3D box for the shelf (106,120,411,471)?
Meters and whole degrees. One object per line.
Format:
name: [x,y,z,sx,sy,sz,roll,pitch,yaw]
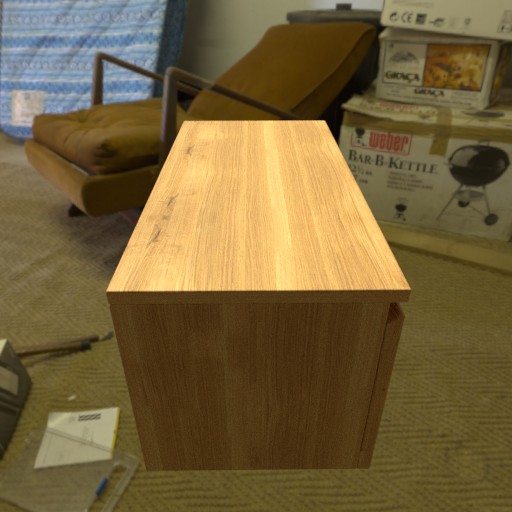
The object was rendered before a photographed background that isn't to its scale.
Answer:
shelf: [0.000,0.000,1.023,0.400,0.400,0.800,0,32,0]
